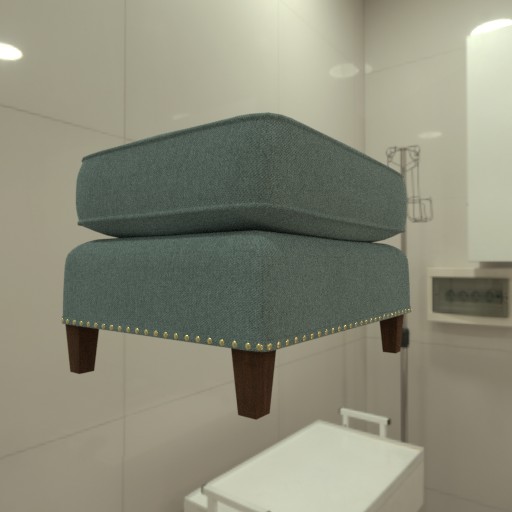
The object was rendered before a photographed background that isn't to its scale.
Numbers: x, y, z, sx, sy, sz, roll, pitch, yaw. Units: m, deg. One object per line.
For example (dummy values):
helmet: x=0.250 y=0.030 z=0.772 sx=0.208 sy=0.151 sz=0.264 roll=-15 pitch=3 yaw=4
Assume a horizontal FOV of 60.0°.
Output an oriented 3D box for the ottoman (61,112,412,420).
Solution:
ottoman: x=0.000 y=0.000 z=1.137 sx=0.589 sy=0.537 sz=0.738 roll=-1 pitch=-1 yaw=36
